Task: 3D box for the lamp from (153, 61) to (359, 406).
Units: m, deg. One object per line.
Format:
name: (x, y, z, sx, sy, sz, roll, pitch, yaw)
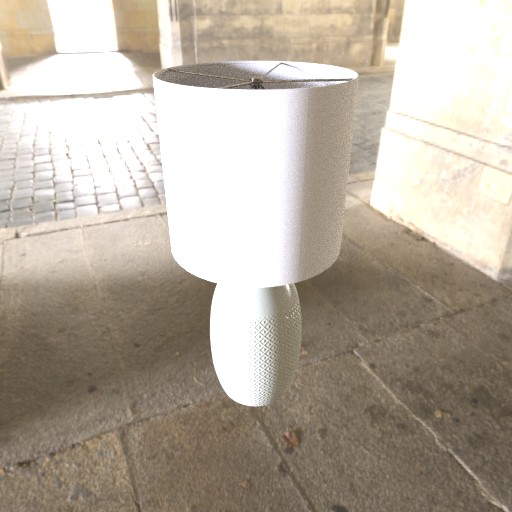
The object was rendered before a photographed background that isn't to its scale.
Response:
lamp: (0.000, 0.000, 0.587, 0.217, 0.453, 0.217, 10, 31, 17)
